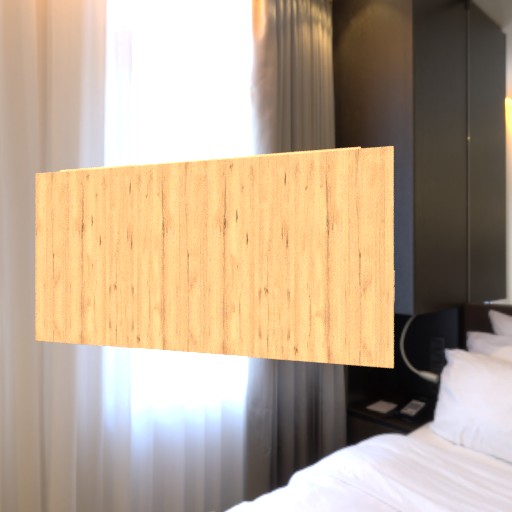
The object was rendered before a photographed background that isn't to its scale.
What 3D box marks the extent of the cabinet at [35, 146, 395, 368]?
[{"bbox_3d":[0.000,0.000,3.199,1.950,0.970,2.080,0,0,19],"label":"cabinet"}]
